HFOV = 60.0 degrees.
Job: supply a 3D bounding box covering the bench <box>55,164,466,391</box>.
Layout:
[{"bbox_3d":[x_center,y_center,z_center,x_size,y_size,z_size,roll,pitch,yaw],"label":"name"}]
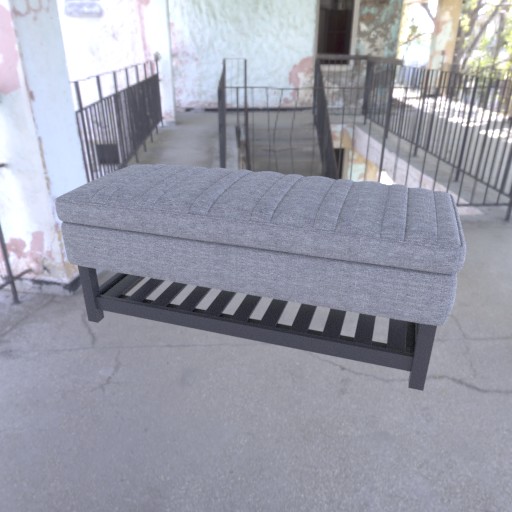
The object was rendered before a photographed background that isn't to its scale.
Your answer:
[{"bbox_3d":[0.000,0.000,1.358,1.100,0.470,0.429,8,27,16],"label":"bench"}]
